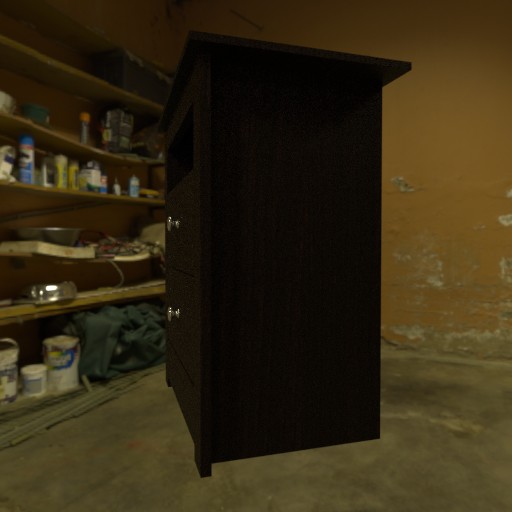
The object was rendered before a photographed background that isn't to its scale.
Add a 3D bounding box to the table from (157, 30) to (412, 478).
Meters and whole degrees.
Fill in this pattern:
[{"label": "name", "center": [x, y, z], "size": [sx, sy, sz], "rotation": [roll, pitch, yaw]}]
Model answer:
[{"label": "table", "center": [0.000, 0.000, 1.031], "size": [0.406, 0.711, 0.591], "rotation": [0, 1, -17]}]
